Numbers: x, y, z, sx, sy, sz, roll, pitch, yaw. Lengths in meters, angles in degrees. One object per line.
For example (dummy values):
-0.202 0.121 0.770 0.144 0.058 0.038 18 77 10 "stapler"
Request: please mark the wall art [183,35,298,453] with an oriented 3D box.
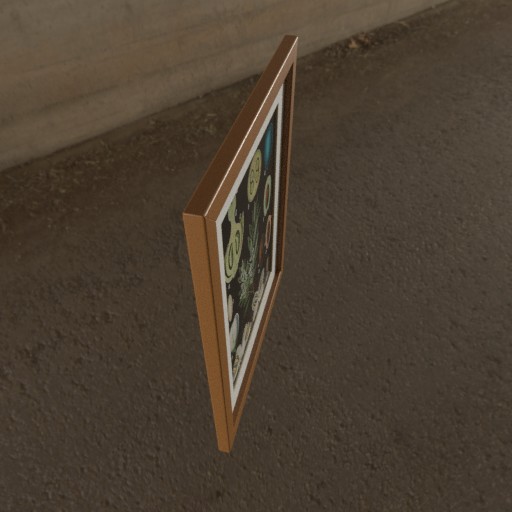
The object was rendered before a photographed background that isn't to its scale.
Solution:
0.000 0.000 0.742 0.021 0.550 0.449 10 47 10 "wall art"
